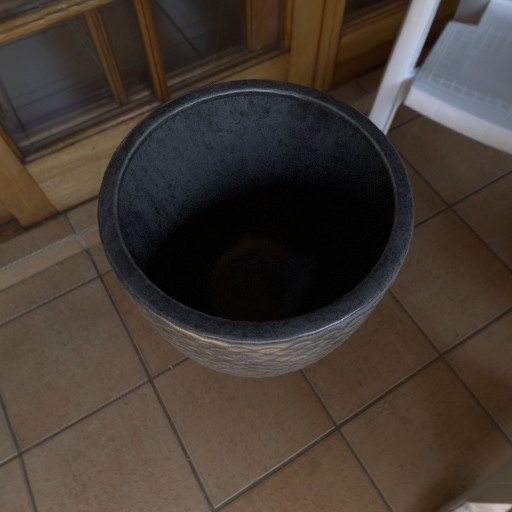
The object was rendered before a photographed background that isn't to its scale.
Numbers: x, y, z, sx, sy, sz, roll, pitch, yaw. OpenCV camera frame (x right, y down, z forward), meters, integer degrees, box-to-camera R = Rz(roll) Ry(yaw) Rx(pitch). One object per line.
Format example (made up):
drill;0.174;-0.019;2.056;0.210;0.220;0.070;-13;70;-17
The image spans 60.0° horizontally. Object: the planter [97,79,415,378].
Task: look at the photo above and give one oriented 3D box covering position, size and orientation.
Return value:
planter;0.000;0.000;0.310;0.172;0.160;0.172;0;63;0
